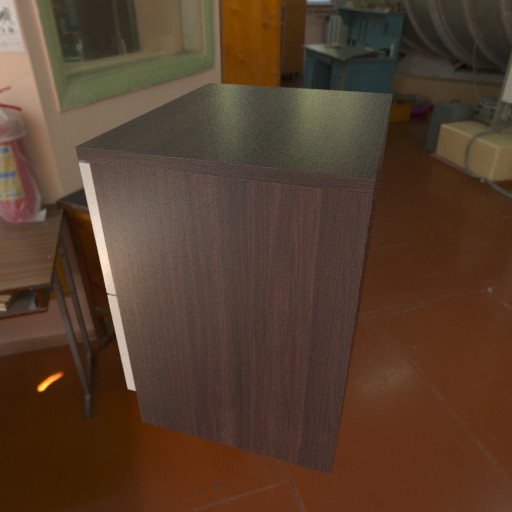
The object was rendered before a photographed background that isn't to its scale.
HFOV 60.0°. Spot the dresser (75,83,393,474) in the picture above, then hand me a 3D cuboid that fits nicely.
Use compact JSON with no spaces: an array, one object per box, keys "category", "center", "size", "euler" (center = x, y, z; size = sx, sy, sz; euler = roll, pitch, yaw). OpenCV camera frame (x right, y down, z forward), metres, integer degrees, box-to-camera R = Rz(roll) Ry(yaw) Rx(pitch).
[{"category":"dresser","center":[0.000,0.000,0.750],"size":[0.360,0.470,0.400],"euler":[9,33,14]}]
